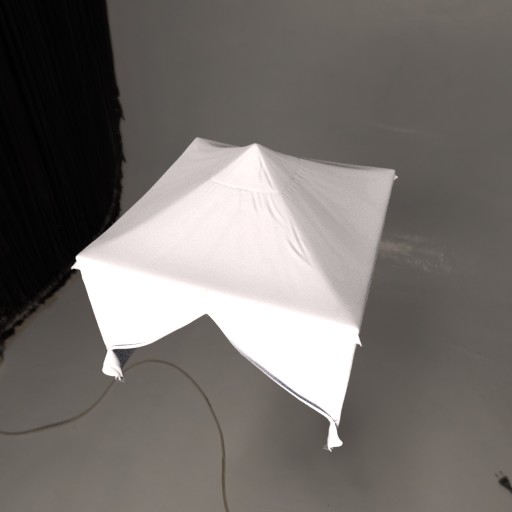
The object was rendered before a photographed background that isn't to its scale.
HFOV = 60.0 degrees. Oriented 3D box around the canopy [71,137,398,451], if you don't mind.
[{"bbox_3d":[0.000,0.000,5.589,3.043,2.997,3.121,13,42,15],"label":"canopy"}]
